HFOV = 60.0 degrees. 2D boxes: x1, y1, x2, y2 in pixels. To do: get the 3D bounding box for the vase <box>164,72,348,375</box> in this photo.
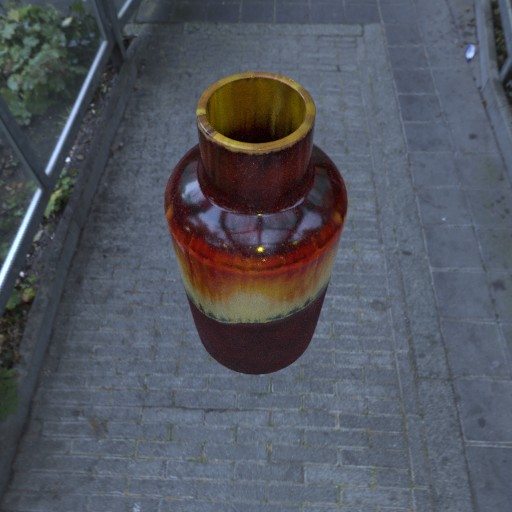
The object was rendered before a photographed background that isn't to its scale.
[{"bbox_3d":[0.000,0.000,0.321,0.111,0.261,0.111,0,57,0],"label":"vase"}]
